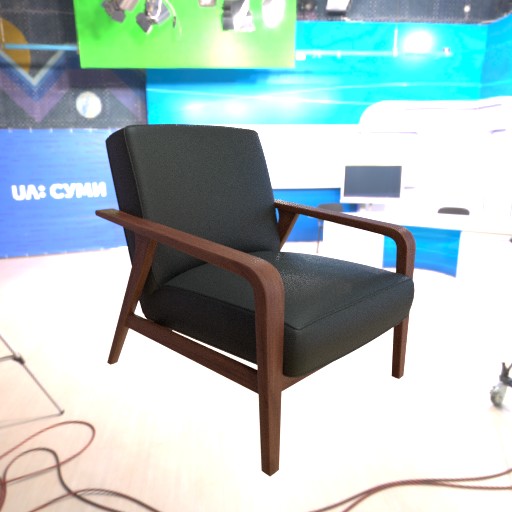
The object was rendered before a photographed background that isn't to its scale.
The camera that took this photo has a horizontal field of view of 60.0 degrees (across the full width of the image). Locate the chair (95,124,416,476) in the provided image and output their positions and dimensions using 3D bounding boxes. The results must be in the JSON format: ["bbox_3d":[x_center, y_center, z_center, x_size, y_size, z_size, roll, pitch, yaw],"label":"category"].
[{"bbox_3d":[0.000,0.000,1.482,0.889,0.861,0.719,13,19,43],"label":"chair"}]
